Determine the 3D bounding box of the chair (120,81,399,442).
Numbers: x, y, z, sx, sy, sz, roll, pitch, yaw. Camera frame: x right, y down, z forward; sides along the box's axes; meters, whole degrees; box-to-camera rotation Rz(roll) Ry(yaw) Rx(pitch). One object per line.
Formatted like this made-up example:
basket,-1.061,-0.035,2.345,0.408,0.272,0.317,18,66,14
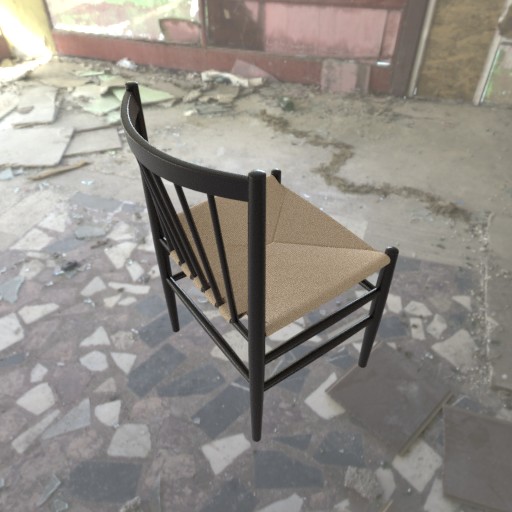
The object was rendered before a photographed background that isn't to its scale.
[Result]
chair,0.000,0.000,1.140,0.516,0.818,0.495,-25,47,-26
